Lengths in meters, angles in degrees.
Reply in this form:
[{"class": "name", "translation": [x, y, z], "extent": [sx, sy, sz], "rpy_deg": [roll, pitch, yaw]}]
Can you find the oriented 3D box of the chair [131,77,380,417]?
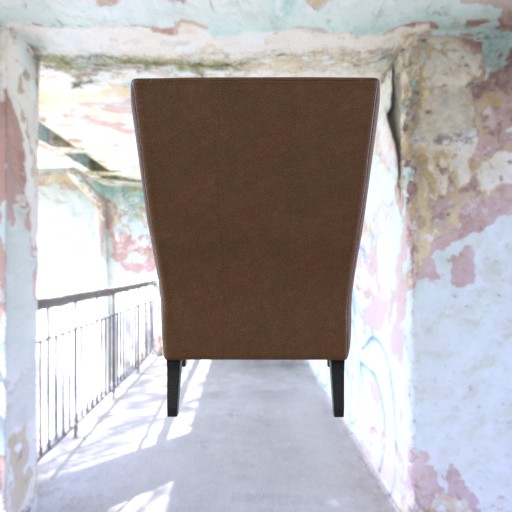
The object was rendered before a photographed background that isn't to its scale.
[{"class": "chair", "translation": [0.000, 0.000, 1.644], "extent": [0.852, 1.016, 0.925], "rpy_deg": [0, 0, 0]}]
